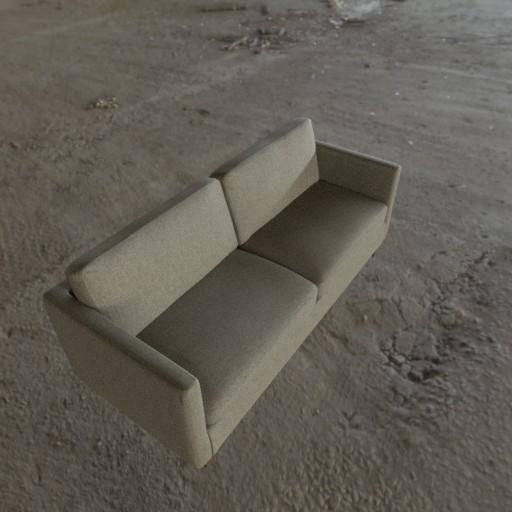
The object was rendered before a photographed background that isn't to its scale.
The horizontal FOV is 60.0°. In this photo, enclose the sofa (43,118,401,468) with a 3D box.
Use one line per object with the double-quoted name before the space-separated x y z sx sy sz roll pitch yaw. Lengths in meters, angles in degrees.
"sofa" 0.000 0.000 2.718 0.956 0.960 2.208 25 46 26
